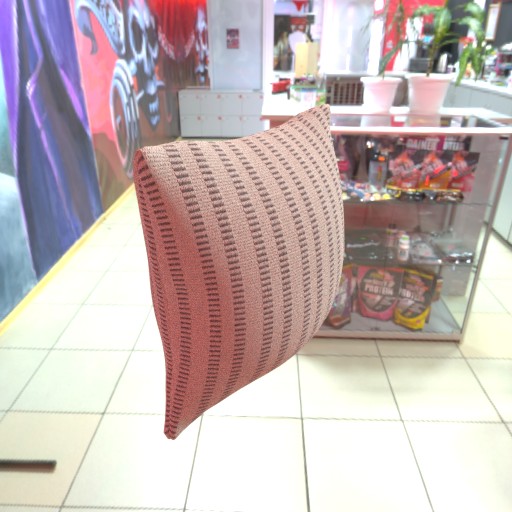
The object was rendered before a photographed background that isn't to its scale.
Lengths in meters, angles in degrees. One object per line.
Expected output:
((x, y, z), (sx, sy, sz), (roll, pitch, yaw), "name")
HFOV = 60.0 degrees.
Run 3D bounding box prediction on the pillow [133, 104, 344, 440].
((0.000, 0.000, 0.703), (0.247, 0.419, 0.438), (17, 31, 31), "pillow")
